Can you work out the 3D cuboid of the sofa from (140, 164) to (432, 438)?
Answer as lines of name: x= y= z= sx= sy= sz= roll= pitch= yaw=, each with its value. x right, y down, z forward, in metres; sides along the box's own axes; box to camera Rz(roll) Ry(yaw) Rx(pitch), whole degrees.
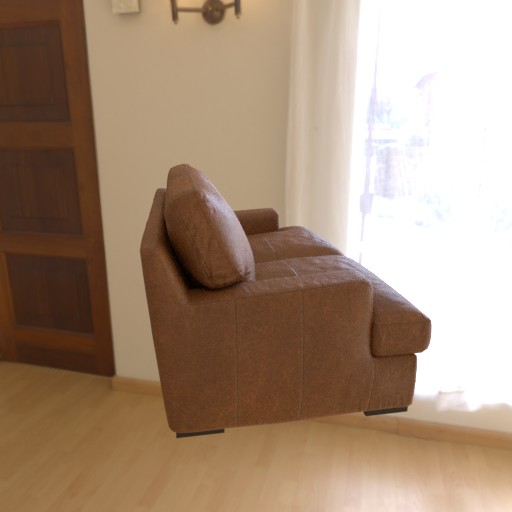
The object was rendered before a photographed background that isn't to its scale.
sofa: x=0.000 y=0.000 z=2.526 sx=1.144 sy=0.966 sz=1.880 roll=-3 pitch=16 yaw=-10
